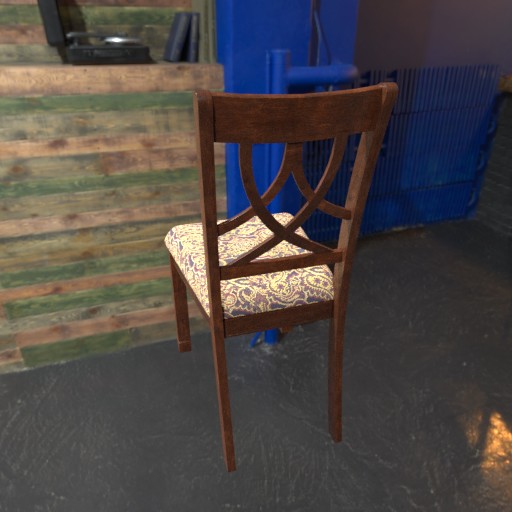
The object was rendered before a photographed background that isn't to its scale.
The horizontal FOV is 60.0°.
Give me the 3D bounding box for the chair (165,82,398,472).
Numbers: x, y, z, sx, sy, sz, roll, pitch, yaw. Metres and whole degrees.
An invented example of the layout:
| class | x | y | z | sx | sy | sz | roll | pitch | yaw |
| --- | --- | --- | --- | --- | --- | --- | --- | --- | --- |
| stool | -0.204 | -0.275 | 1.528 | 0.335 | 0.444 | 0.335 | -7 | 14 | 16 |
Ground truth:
| class | x | y | z | sx | sy | sz | roll | pitch | yaw |
| --- | --- | --- | --- | --- | --- | --- | --- | --- | --- |
| chair | 0.000 | 0.000 | 1.254 | 0.457 | 0.965 | 0.584 | -8 | 29 | -15 |
